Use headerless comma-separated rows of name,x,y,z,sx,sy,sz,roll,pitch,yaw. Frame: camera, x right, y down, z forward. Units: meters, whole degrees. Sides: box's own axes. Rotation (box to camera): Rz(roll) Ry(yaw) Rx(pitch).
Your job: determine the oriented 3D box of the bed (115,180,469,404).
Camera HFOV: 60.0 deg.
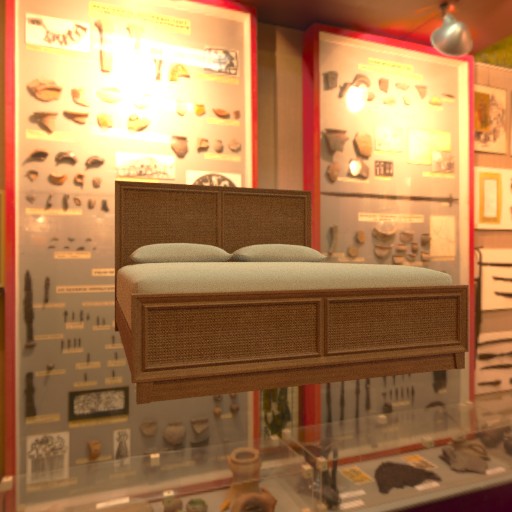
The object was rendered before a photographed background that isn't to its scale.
bed,0.000,0.000,3.424,2.003,1.387,2.184,0,0,-20
